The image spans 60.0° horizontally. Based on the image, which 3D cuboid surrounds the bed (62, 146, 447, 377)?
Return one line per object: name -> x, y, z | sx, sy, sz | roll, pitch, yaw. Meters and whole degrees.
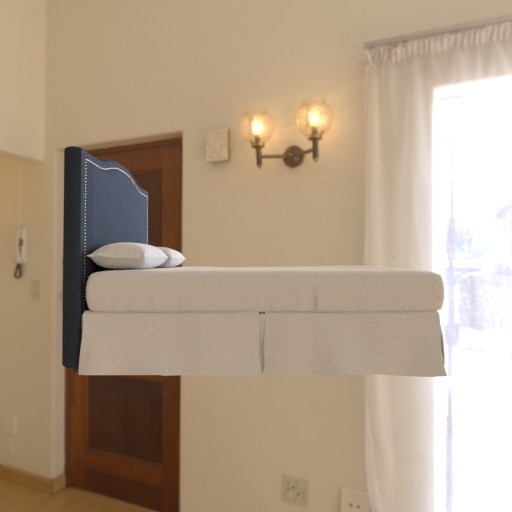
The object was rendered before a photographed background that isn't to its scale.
bed -> 0.000, 0.000, 3.457 | 2.282, 1.436, 1.821 | 0, -1, 0
